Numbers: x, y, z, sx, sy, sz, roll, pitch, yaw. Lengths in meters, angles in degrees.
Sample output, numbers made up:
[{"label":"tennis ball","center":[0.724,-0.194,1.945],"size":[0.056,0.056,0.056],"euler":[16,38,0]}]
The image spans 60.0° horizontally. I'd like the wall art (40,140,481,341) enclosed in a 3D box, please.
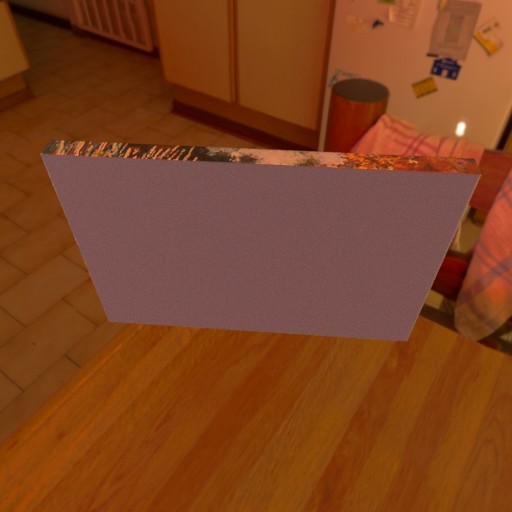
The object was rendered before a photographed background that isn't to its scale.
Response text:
[{"label":"wall art","center":[0.000,0.000,0.770],"size":[0.610,0.406,0.037],"euler":[3,46,3]}]
